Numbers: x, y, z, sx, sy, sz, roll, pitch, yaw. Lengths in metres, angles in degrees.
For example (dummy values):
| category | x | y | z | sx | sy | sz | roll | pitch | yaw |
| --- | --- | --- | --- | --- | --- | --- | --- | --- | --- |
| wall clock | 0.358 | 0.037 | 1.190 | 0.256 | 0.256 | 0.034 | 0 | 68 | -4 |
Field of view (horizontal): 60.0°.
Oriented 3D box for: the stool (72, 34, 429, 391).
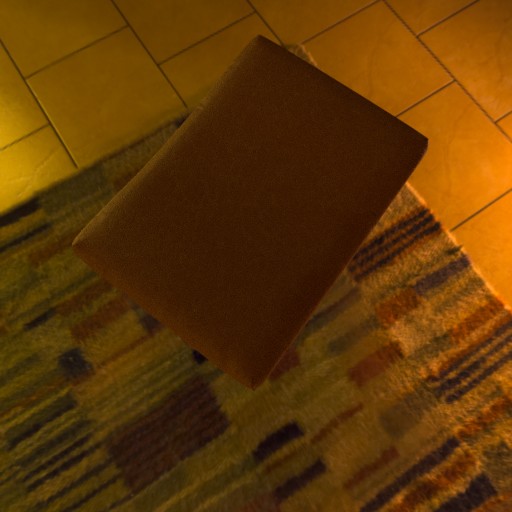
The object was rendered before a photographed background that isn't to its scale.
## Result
| category | x | y | z | sx | sy | sz | roll | pitch | yaw |
| --- | --- | --- | --- | --- | --- | --- | --- | --- | --- |
| stool | 0.000 | 0.000 | 1.014 | 0.361 | 0.759 | 0.500 | 36 | 78 | 9 |
